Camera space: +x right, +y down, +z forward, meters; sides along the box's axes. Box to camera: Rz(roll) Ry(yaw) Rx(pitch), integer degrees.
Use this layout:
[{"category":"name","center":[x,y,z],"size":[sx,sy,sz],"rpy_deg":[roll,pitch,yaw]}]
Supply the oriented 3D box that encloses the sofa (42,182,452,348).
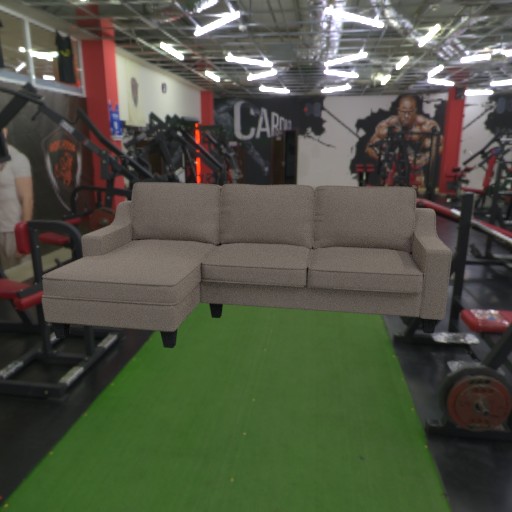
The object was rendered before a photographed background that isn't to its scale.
[{"category":"sofa","center":[0.000,0.000,3.153],"size":[2.561,0.928,1.294],"rpy_deg":[3,15,10]}]
